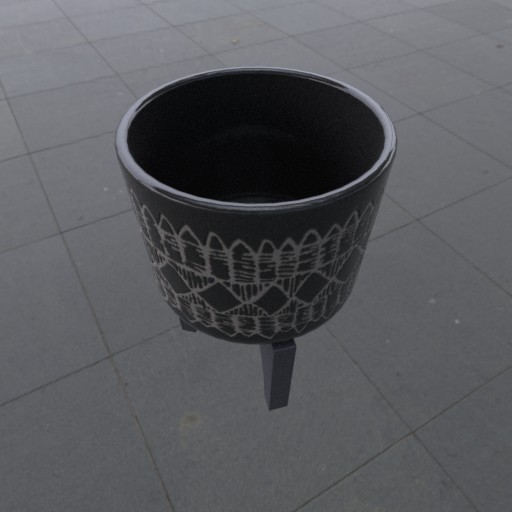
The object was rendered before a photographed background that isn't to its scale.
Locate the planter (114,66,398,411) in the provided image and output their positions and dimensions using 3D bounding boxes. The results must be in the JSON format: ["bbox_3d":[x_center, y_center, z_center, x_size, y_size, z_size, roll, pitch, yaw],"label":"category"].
[{"bbox_3d":[0.000,0.000,0.269,0.129,0.177,0.129,0,45,0],"label":"planter"}]
